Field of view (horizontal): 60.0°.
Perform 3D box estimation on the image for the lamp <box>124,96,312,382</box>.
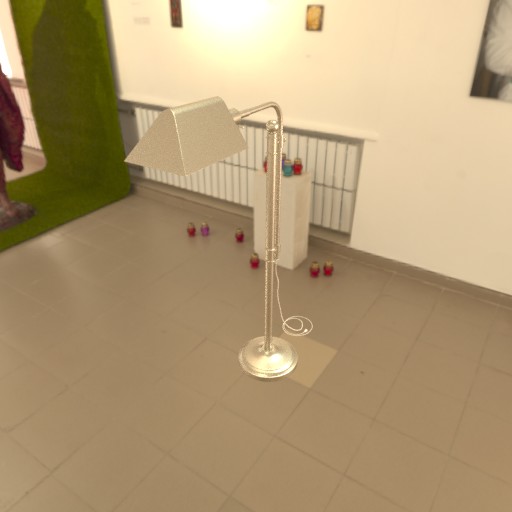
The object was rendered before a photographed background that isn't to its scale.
[{"bbox_3d":[0.000,0.000,0.972,0.159,0.708,0.546,19,35,28],"label":"lamp"}]
